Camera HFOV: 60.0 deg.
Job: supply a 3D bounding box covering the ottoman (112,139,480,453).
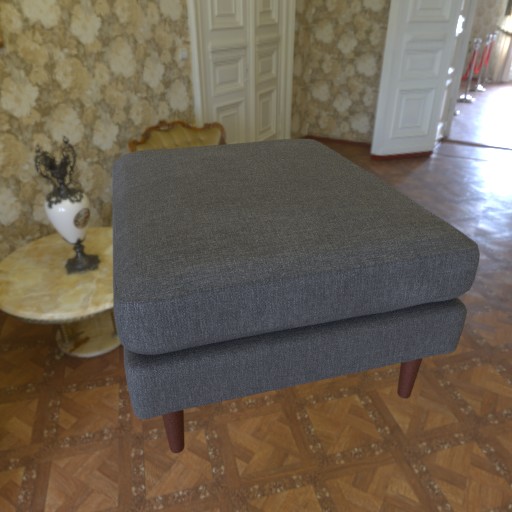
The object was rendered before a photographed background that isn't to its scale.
[{"bbox_3d":[0.000,0.000,1.184,0.693,0.474,0.821,-8,30,-14],"label":"ottoman"}]
